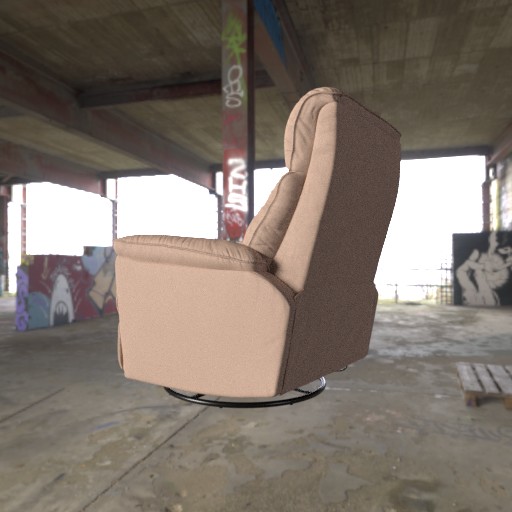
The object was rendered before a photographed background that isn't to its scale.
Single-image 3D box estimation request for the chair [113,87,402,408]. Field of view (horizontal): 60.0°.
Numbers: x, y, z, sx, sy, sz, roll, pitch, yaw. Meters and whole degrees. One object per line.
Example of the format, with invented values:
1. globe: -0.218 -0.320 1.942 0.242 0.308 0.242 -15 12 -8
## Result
1. chair: 0.000 0.000 1.780 1.004 1.037 0.820 -1 -1 36
